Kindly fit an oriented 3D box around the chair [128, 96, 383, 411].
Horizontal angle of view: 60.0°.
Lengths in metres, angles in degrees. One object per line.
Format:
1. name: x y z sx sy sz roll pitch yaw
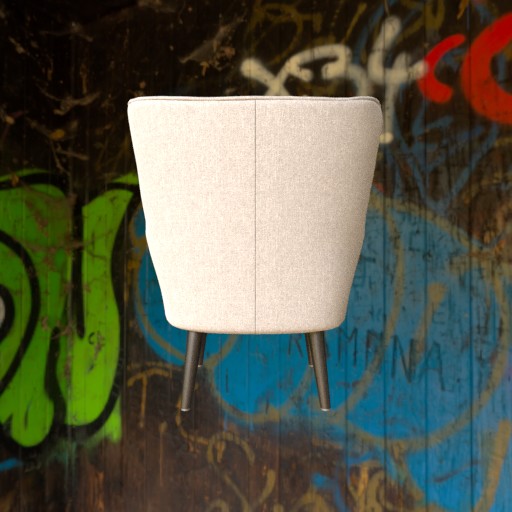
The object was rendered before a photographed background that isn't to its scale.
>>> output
1. chair: 0.000 0.000 1.547 0.781 0.933 0.888 0 -1 0
